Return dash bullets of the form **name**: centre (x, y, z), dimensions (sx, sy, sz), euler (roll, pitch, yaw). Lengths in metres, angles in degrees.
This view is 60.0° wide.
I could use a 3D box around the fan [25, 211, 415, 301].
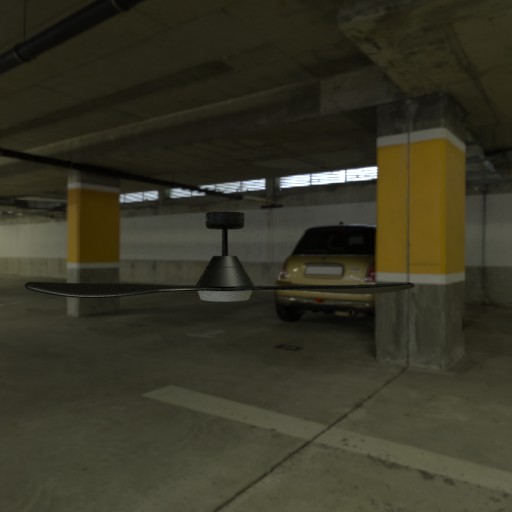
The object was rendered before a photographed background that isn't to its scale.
- **fan**: centre (0.000, 0.000, 1.604), dimensions (1.067, 0.305, 1.067), euler (0, 1, 17)
